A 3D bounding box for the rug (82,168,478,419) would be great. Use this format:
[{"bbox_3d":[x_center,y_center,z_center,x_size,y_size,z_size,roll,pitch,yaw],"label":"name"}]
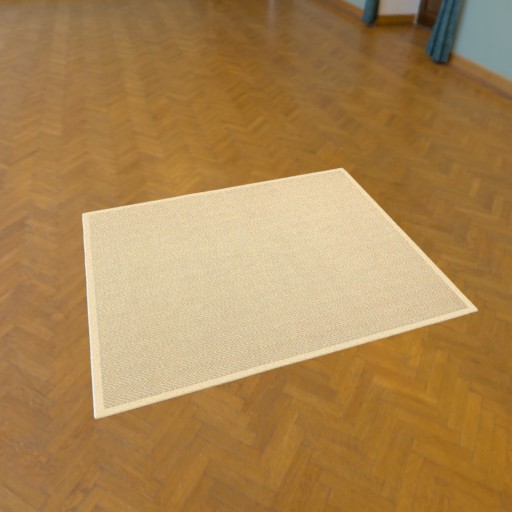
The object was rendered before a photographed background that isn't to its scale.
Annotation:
[{"bbox_3d":[0.000,0.000,4.100,3.009,0.019,2.423,-12,42,-14],"label":"rug"}]
